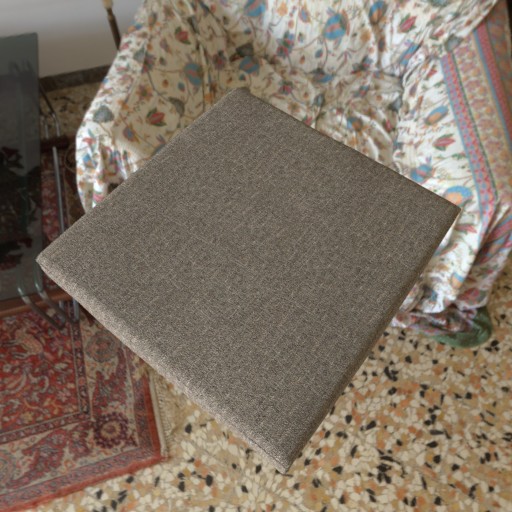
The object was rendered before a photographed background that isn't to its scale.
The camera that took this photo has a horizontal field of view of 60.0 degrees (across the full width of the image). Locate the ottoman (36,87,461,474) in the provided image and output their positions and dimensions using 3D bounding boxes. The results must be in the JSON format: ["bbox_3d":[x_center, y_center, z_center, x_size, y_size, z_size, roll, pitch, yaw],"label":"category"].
[{"bbox_3d":[0.000,0.000,1.547,0.981,0.379,1.016,34,66,17],"label":"ottoman"}]
